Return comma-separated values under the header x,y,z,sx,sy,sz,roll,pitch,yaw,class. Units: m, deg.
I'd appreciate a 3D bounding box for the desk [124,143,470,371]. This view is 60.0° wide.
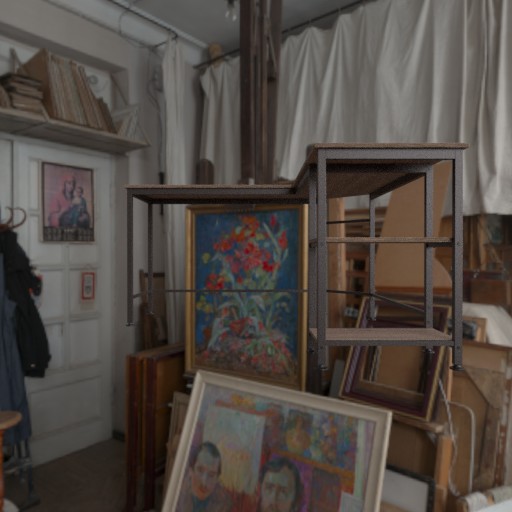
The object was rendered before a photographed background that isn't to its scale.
x,y,z,sx,sy,sz,roll,pitch,yaw,class
0.000,0.000,2.123,1.379,0.739,1.379,0,0,0,desk
